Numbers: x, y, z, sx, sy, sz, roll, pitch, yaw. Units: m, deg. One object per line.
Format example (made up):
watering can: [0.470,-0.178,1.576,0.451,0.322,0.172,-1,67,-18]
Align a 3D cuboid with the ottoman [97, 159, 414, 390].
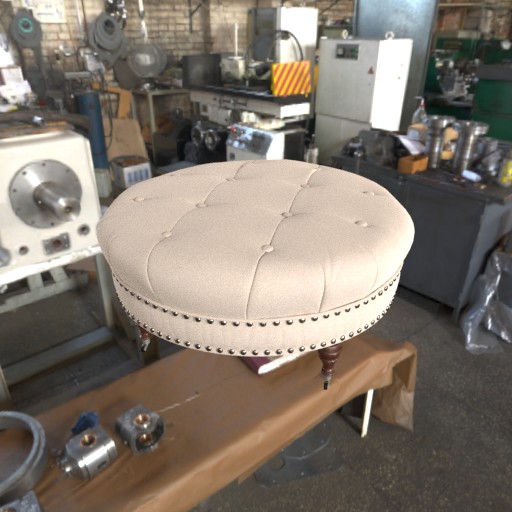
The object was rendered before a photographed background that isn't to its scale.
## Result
ottoman: [0.000,0.000,1.369,0.901,0.439,0.901,0,27,0]
